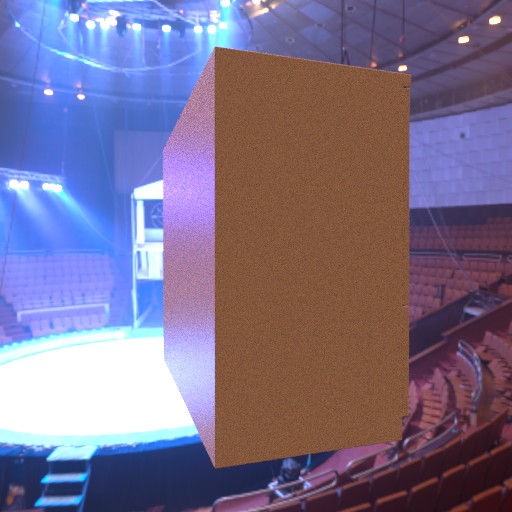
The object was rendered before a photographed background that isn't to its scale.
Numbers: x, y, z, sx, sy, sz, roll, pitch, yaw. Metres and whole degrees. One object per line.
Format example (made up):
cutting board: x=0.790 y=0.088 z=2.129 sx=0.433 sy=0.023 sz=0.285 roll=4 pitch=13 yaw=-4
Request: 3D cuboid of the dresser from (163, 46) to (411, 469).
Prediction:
dresser: x=0.000 y=0.000 z=1.234 sx=0.420 sy=0.740 sz=0.830 roll=0 pitch=1 yaw=-18
